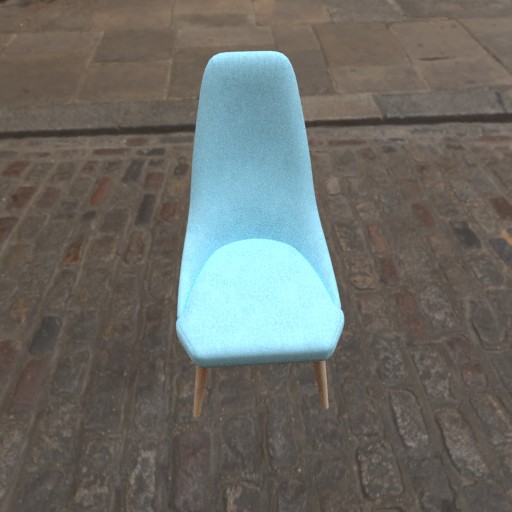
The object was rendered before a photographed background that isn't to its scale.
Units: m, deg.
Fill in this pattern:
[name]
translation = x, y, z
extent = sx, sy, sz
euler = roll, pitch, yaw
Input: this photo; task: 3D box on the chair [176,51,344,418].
[chair]
translation = 0.000, 0.000, 1.432
extent = 0.510, 1.040, 0.660
euler = -3, 46, -3
